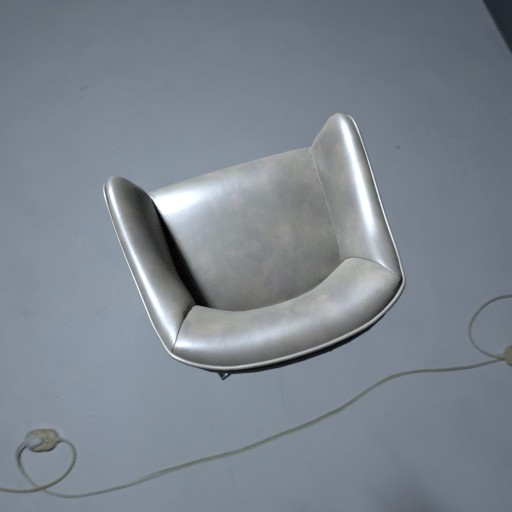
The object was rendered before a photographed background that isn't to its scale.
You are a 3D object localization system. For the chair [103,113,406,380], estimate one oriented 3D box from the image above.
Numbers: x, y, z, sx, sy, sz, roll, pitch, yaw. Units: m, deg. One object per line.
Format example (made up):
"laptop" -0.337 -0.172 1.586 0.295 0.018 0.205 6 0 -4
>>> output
"chair" 0.000 0.000 1.354 0.713 0.827 0.689 -17 77 -4
